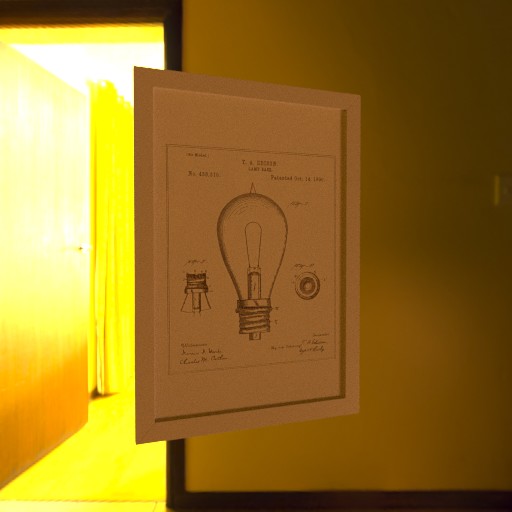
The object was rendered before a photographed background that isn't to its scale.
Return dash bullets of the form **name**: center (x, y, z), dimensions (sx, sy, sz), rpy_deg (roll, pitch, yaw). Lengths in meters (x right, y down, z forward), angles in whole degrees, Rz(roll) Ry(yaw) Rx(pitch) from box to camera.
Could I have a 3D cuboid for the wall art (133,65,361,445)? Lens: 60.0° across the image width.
- **wall art**: center (0.000, 0.000, 0.612), dimensions (0.325, 0.474, 0.010), rpy_deg (0, 1, -19)
